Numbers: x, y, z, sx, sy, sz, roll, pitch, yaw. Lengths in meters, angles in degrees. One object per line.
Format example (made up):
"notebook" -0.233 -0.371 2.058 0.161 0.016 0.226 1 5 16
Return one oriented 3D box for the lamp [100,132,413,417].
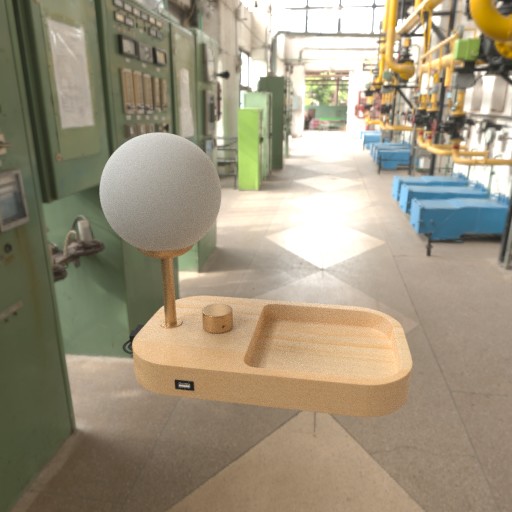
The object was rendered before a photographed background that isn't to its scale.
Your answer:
"lamp" 0.000 0.000 0.474 0.331 0.253 0.173 3 19 10
